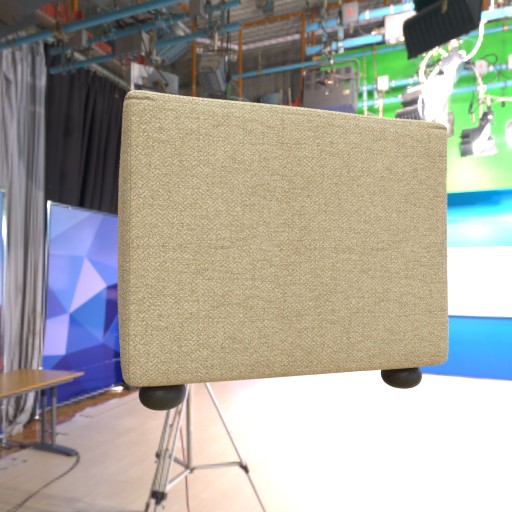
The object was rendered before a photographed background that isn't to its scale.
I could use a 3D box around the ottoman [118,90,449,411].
[{"bbox_3d":[0.000,0.000,0.857,0.508,0.432,0.508,0,-2,-16],"label":"ottoman"}]
